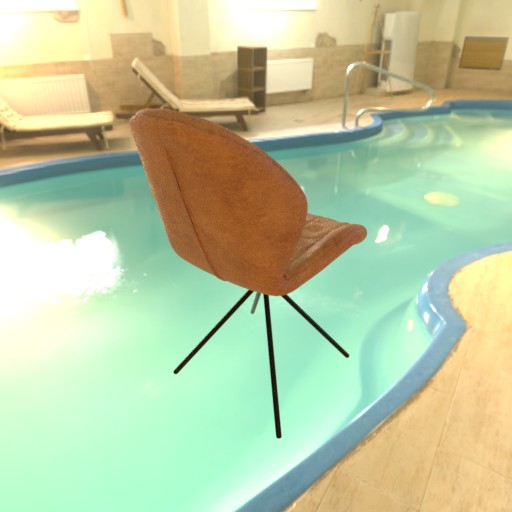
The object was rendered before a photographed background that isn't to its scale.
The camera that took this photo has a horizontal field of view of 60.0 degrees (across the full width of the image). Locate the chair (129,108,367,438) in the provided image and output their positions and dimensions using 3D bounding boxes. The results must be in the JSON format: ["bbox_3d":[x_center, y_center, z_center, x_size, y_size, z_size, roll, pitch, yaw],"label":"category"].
[{"bbox_3d":[0.000,0.000,1.314,0.527,0.929,0.640,21,35,32],"label":"chair"}]
